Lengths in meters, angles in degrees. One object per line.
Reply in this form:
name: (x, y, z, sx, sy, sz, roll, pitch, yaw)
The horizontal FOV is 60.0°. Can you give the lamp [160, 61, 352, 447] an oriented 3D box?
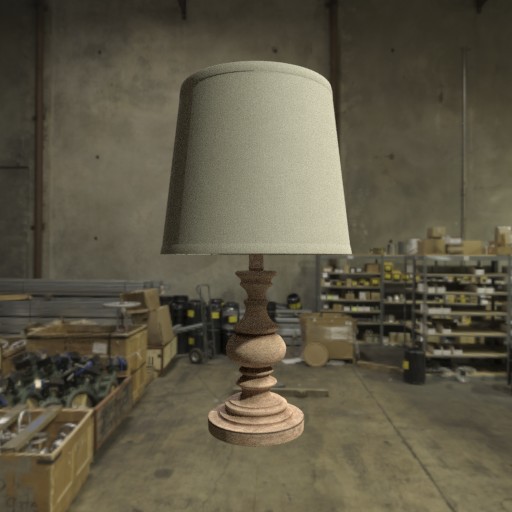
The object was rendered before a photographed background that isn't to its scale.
lamp: (0.000, 0.000, 0.646, 0.273, 0.497, 0.273, 0, 0, 0)
